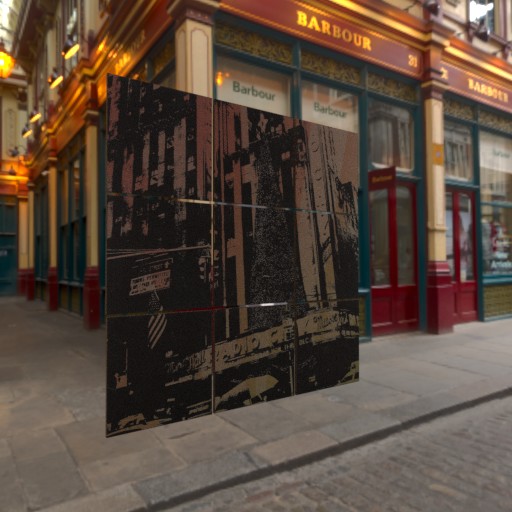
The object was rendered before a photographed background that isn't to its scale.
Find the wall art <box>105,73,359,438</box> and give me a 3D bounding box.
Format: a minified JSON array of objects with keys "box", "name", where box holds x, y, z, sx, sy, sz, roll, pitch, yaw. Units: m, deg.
[{"box":[0.000,0.000,2.289,1.527,1.521,0.017,1,-1,-35],"name":"wall art"}]
